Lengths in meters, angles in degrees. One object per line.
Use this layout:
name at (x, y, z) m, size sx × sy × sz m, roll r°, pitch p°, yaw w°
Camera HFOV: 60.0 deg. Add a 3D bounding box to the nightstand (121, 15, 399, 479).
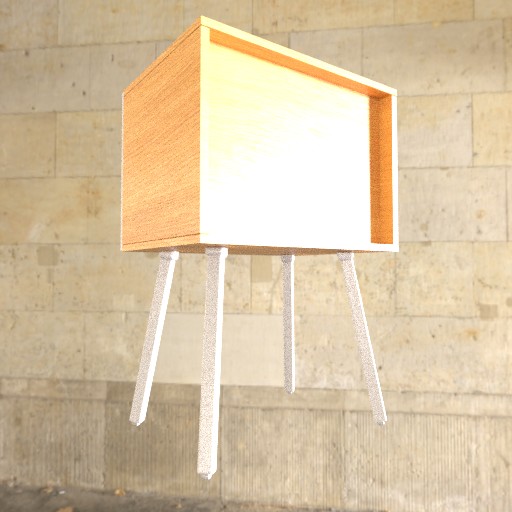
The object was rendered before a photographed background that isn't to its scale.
nightstand at (0.000, 0.000, 0.804) m, size 0.400 × 0.601 × 0.316 m, roll 1°, pitch -2°, yaw -36°
